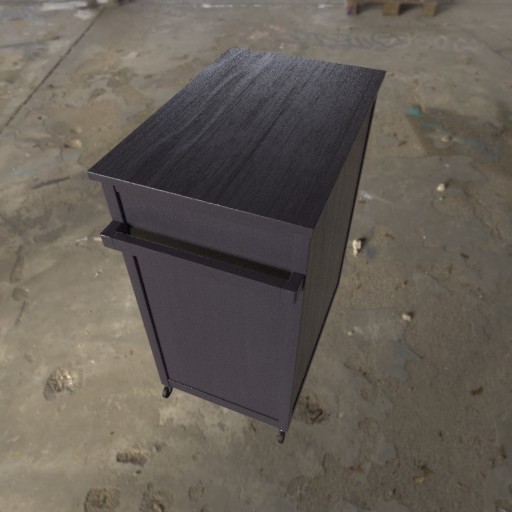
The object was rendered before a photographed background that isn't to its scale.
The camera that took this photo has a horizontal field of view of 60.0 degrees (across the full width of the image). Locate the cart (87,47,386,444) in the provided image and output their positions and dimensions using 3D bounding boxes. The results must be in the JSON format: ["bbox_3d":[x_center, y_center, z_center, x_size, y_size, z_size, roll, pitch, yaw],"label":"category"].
[{"bbox_3d":[0.000,0.000,1.285,0.449,0.878,0.690,16,47,15],"label":"cart"}]
